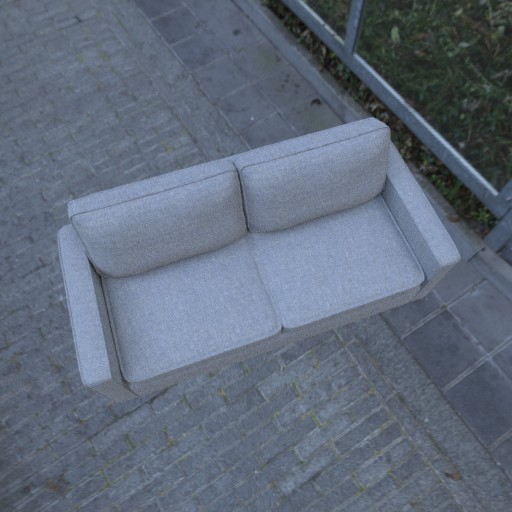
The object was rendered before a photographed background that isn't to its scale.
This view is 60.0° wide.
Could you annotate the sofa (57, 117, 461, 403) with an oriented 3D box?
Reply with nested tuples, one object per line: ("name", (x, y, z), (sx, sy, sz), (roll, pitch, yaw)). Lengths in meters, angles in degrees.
("sofa", (0.000, 0.000, 2.563), (2.078, 0.918, 0.945), (-17, 65, -8))
